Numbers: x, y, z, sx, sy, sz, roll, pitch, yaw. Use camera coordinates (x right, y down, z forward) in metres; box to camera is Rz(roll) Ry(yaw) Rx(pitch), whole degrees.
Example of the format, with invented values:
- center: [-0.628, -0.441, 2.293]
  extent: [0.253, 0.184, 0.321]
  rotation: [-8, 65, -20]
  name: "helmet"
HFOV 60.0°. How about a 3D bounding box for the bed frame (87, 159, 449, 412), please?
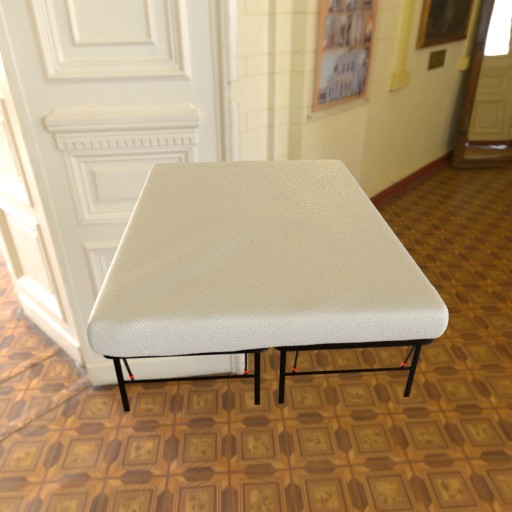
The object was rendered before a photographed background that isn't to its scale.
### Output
- center: [0.000, 0.000, 2.895]
  extent: [1.584, 0.667, 2.151]
  rotation: [-2, 30, -3]
  name: "bed frame"
